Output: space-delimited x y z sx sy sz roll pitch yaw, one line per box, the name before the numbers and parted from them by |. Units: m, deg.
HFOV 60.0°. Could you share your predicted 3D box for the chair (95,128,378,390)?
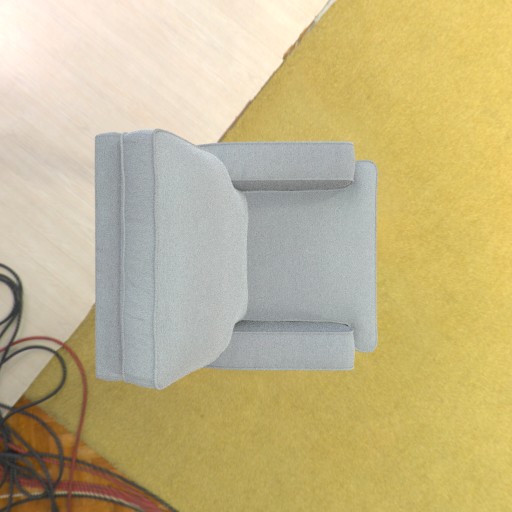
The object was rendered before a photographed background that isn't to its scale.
chair | 0.000 0.000 1.687 0.969 0.964 0.861 0 90 0
